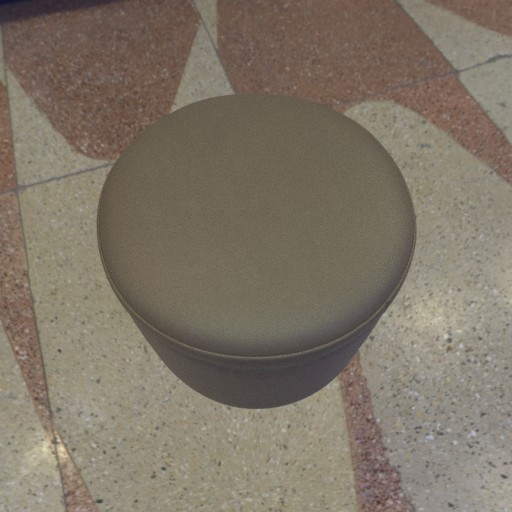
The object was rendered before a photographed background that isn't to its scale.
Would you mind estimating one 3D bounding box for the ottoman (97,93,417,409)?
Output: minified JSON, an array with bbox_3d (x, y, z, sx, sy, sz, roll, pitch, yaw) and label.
[{"bbox_3d":[0.000,0.000,0.840,0.500,0.409,0.500,0,62,0],"label":"ottoman"}]
